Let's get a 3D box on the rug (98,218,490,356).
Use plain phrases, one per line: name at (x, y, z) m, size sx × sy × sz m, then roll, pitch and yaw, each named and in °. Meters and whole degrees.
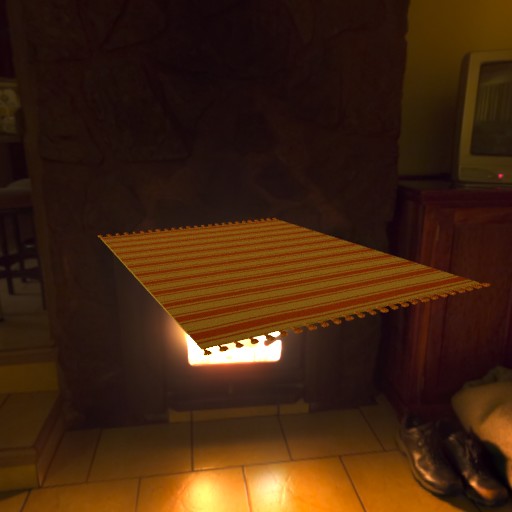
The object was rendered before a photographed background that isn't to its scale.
rug at (0.000, 0.000, 4.390) m, size 2.451 × 0.035 × 3.369 m, roll -8°, pitch 17°, yaw -27°
